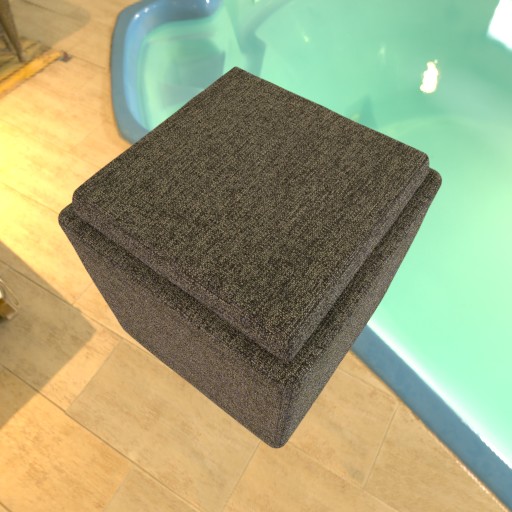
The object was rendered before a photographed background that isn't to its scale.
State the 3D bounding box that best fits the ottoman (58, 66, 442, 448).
[{"bbox_3d":[0.000,0.000,0.838,0.450,0.463,0.450,32,62,19],"label":"ottoman"}]
